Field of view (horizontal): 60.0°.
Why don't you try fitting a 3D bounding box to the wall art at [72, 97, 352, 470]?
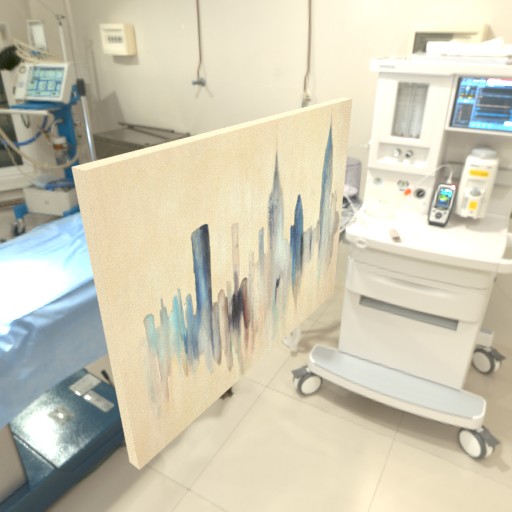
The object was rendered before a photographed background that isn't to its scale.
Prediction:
[{"bbox_3d":[0.000,0.000,1.294,0.038,0.762,1.016,19,33,32],"label":"wall art"}]
